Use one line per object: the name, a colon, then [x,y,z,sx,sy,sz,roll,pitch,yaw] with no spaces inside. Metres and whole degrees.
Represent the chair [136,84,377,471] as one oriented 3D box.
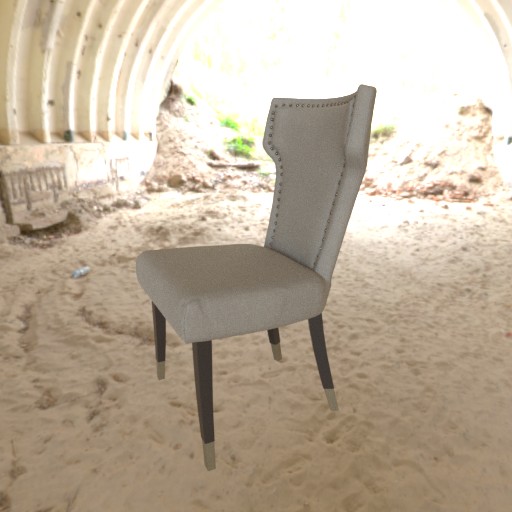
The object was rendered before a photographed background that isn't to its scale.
chair: [0.000,0.000,1.343,0.630,0.955,0.526,-7,17,-25]
